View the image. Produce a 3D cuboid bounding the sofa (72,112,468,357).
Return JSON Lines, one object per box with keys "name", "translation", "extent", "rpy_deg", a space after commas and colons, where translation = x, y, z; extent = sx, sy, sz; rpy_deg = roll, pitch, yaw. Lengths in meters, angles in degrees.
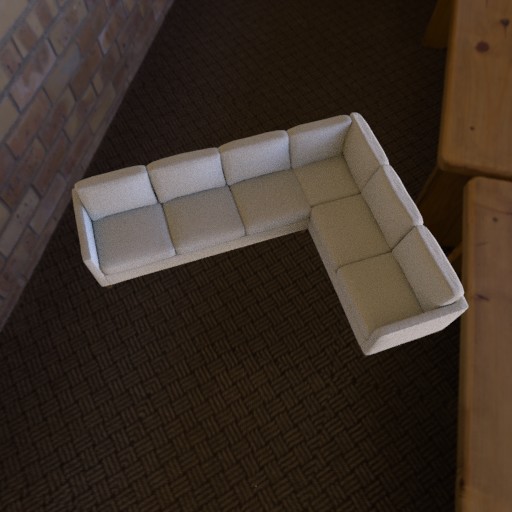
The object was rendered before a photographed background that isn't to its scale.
{"name": "sofa", "translation": [0.000, 0.000, 4.562], "extent": [3.333, 0.934, 2.522], "rpy_deg": [-16, 64, -8]}
